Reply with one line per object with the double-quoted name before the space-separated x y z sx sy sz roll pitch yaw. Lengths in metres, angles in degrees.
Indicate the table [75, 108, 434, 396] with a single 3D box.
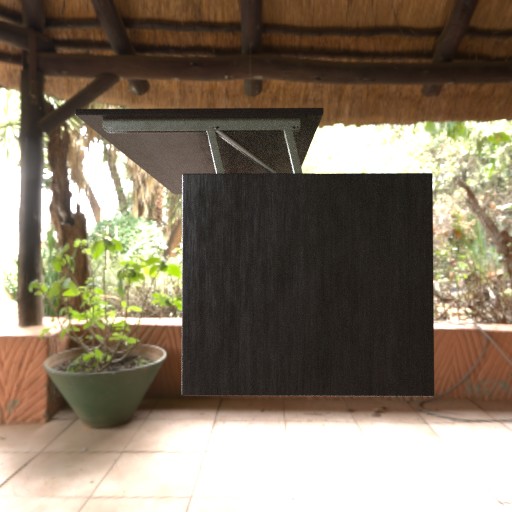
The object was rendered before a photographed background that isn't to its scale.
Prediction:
"table" 0.000 0.000 1.376 0.712 0.570 1.000 0 -1 1
